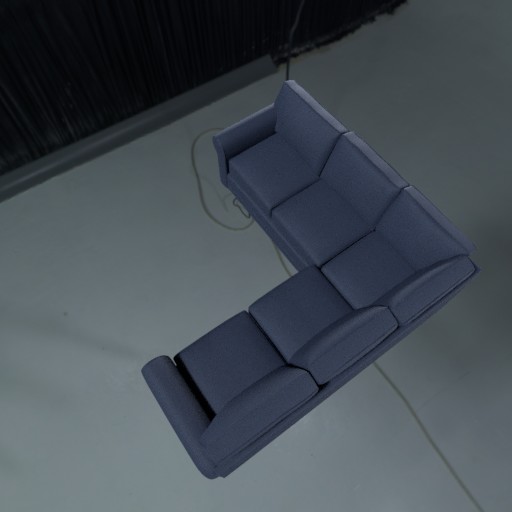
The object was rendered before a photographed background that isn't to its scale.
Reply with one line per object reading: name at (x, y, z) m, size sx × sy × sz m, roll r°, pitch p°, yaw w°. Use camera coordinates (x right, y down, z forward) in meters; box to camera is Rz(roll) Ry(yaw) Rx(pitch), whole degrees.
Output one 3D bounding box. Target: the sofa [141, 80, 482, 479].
sofa at (0.000, 0.000, 3.799) m, size 2.562 × 1.042 × 2.487 m, roll -33°, pitch 68°, yaw -15°
